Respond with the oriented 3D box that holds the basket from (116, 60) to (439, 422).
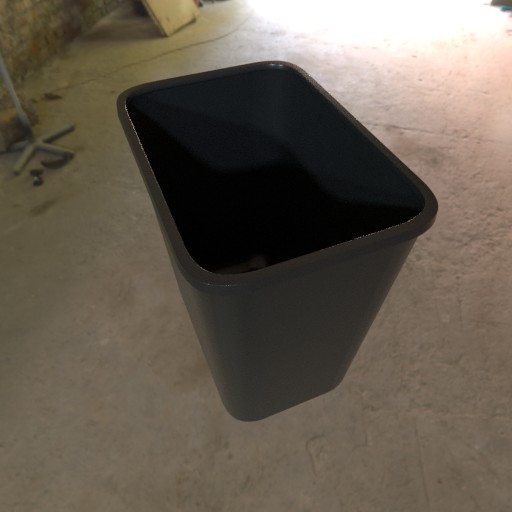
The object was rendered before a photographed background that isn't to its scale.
[{"bbox_3d":[0.000,0.000,0.514,0.211,0.307,0.300,-17,50,-15],"label":"basket"}]
